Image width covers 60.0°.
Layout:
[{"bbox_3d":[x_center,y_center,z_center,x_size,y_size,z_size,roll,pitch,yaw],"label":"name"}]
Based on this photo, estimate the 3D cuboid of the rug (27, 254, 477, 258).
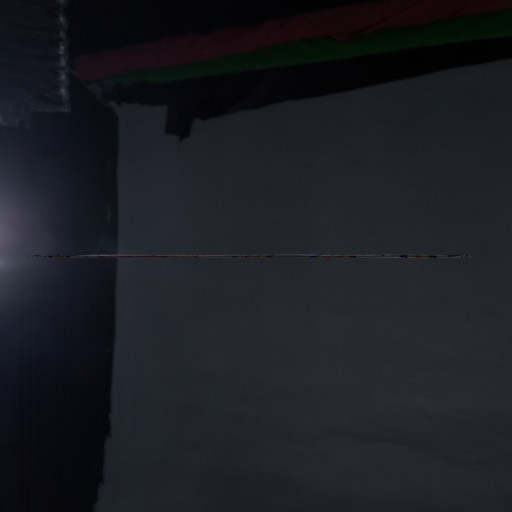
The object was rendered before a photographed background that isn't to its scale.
[{"bbox_3d":[0.000,0.000,2.226,1.849,0.013,1.084,0,0,18],"label":"rug"}]
